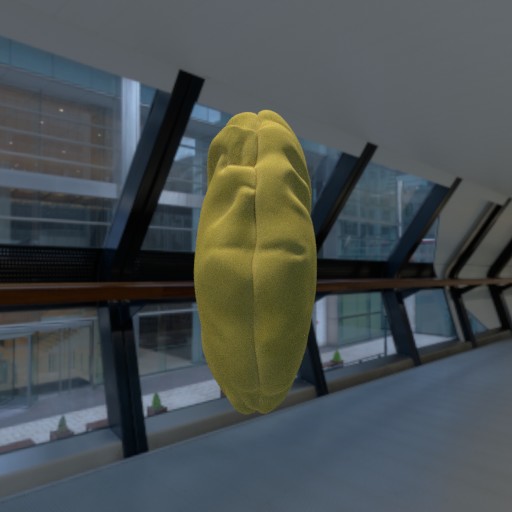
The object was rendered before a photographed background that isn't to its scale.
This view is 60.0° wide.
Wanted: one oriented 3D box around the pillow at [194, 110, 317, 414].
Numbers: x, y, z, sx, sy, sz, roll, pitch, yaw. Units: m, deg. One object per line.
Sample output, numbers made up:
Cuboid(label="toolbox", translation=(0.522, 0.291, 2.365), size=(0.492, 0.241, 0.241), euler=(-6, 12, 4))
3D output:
Cuboid(label="pillow", translation=(0.000, 0.000, 0.658), size=(0.148, 0.407, 0.428), euler=(0, -1, 0))
